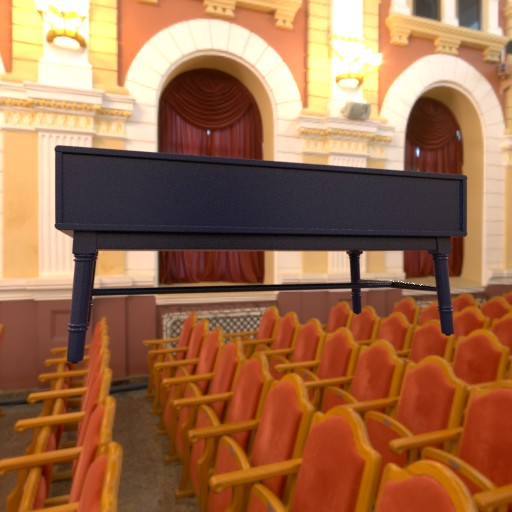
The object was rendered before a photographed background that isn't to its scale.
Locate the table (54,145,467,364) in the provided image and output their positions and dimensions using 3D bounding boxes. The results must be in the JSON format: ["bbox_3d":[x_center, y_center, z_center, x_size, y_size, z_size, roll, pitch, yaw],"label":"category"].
[{"bbox_3d":[0.000,0.000,1.348,1.067,0.457,0.572,0,0,-19],"label":"table"}]
